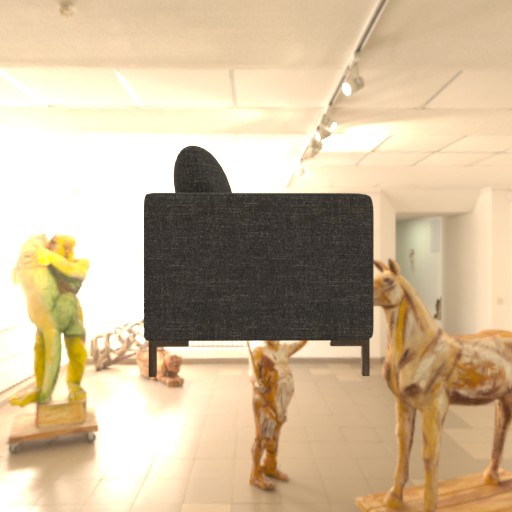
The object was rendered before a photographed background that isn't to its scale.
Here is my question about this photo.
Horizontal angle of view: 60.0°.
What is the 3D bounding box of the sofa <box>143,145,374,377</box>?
[{"bbox_3d":[0.000,0.000,2.699,0.859,0.874,2.218,0,0,-1],"label":"sofa"}]
